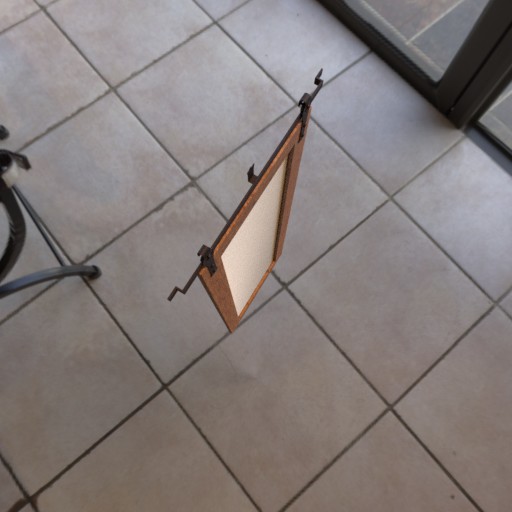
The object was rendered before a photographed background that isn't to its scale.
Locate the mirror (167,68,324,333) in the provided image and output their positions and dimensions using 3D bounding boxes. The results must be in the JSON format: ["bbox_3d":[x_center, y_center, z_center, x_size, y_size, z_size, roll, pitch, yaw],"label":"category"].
[{"bbox_3d":[0.000,0.000,2.084,0.042,1.793,0.847,30,77,8],"label":"mirror"}]
